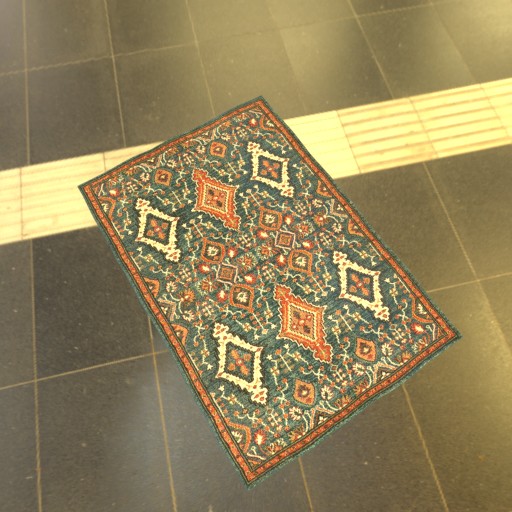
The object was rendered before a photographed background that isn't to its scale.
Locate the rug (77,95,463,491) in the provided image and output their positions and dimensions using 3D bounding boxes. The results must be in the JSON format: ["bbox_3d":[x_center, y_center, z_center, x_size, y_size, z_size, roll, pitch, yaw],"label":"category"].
[{"bbox_3d":[0.000,0.000,3.014,1.622,0.009,2.373,-30,70,-12],"label":"rug"}]
